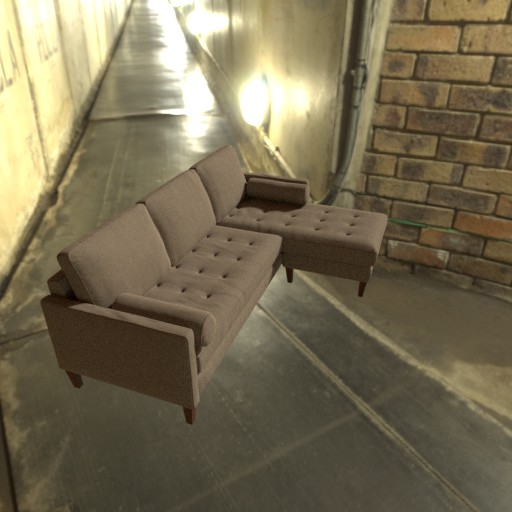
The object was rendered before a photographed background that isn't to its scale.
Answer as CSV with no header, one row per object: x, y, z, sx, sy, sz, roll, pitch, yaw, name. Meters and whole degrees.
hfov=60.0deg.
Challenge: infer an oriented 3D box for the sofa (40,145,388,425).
0.000,0.000,2.934,1.506,0.875,2.178,10,31,18,sofa
